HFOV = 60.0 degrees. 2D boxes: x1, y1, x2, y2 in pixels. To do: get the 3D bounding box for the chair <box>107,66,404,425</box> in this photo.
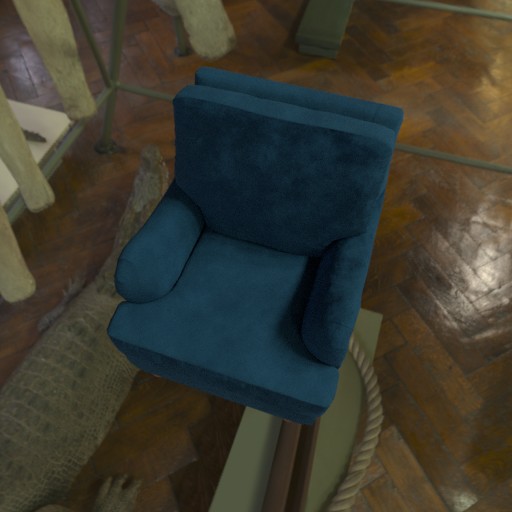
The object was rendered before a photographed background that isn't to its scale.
[{"bbox_3d":[0.000,0.000,1.843,0.895,1.076,1.078,16,60,10],"label":"chair"}]
